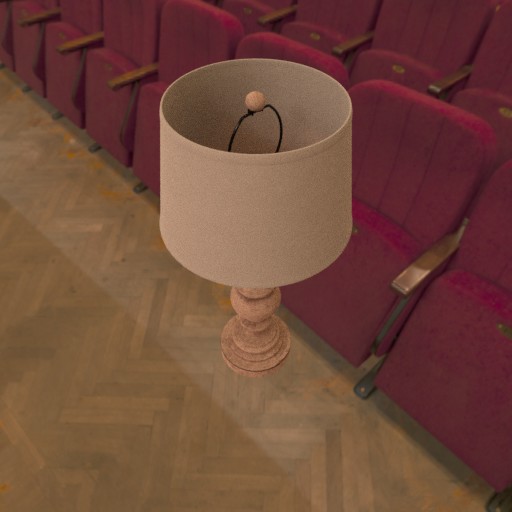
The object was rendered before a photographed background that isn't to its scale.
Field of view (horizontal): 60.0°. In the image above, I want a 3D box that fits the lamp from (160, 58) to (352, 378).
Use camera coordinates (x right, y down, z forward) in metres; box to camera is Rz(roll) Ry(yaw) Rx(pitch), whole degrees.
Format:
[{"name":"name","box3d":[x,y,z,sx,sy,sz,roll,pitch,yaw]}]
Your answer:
[{"name":"lamp","box3d":[0.000,0.000,0.872,0.340,0.678,0.340,0,48,0]}]
